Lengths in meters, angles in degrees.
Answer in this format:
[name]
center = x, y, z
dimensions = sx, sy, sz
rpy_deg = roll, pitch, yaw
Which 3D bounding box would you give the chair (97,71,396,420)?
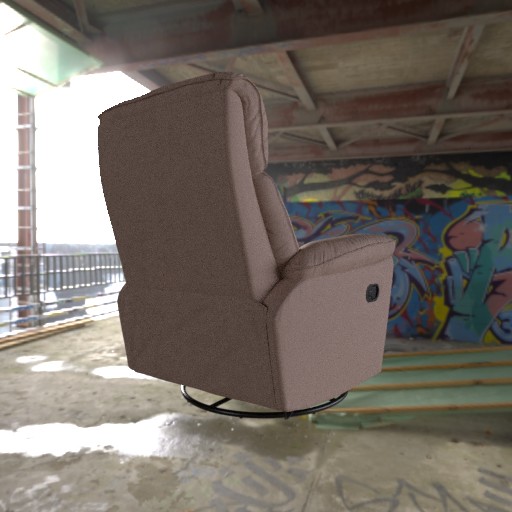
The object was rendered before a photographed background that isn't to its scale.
[chair]
center = 0.000, 0.000, 1.686
dimensions = 0.820, 1.037, 1.004
rpy_deg = 1, 2, 37
